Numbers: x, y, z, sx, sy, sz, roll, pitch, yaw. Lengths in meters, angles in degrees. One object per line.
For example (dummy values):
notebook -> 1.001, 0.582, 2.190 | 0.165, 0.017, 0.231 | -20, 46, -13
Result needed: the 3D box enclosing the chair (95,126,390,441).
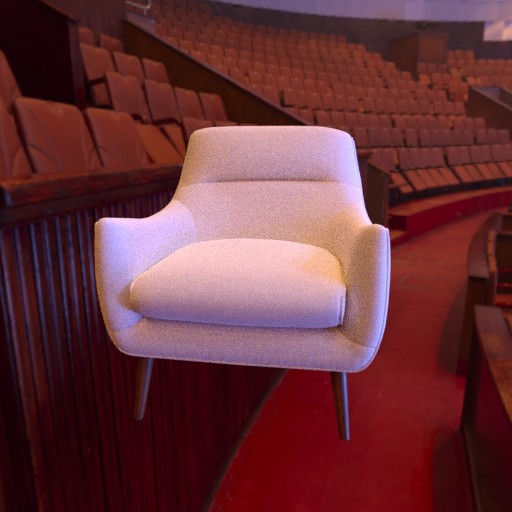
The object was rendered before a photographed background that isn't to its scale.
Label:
chair -> 0.000, 0.000, 1.453 | 0.762, 0.838, 0.787 | 2, 15, 9
